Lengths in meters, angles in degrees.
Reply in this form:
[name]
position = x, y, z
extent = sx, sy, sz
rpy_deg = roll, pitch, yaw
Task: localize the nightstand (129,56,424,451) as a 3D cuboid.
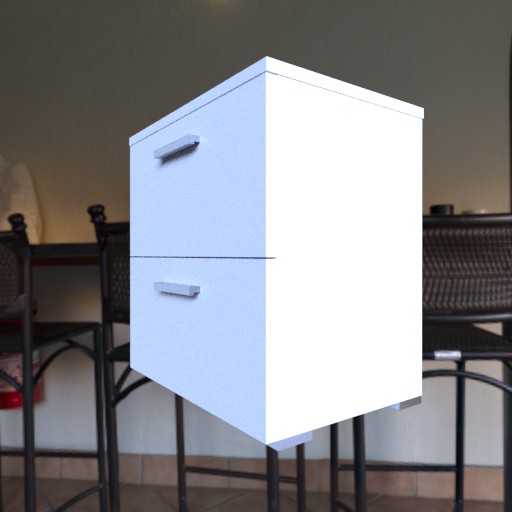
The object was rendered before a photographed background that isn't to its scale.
[nightstand]
position = 0.000, 0.000, 0.774
extent = 0.325, 0.460, 0.441
rpy_deg = 0, 0, -36
